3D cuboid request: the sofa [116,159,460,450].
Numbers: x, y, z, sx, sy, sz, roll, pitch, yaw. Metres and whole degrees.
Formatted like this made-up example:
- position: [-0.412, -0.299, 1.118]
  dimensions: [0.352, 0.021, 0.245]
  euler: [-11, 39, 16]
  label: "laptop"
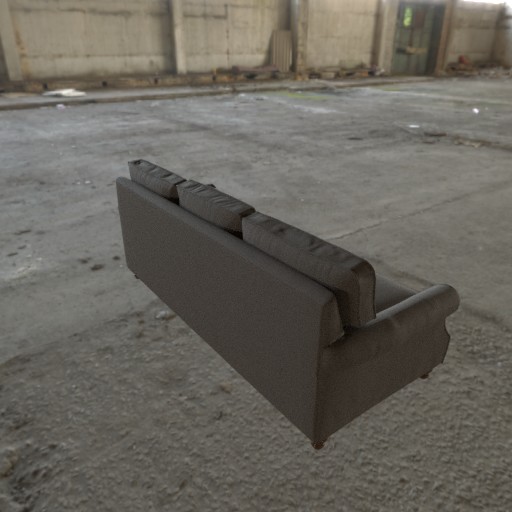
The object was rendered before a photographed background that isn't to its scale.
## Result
- position: [0.000, 0.000, 2.802]
  dimensions: [0.966, 0.948, 2.353]
  euler: [-17, 30, -33]
  label: "sofa"
